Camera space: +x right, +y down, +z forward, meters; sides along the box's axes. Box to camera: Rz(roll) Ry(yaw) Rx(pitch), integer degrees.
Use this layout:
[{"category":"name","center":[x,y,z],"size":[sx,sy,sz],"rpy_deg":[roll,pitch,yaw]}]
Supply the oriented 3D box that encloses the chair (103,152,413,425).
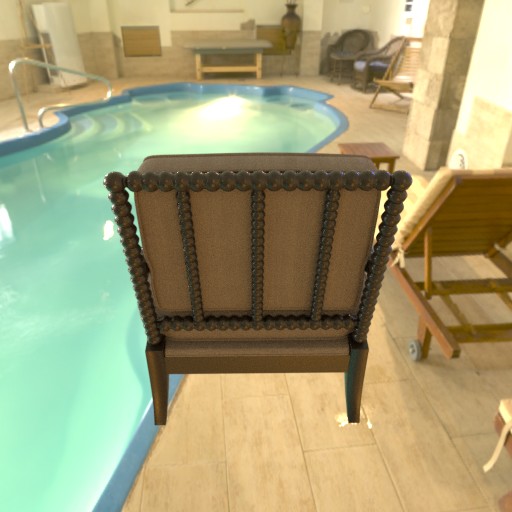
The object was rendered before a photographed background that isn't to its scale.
[{"category":"chair","center":[0.000,0.000,1.123],"size":[0.540,0.661,0.622],"rpy_deg":[0,30,-1]}]
